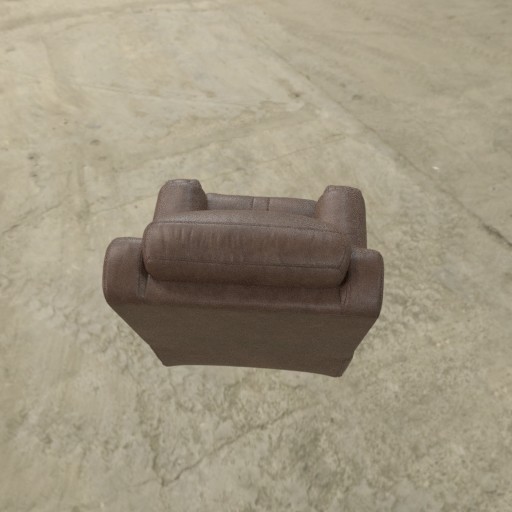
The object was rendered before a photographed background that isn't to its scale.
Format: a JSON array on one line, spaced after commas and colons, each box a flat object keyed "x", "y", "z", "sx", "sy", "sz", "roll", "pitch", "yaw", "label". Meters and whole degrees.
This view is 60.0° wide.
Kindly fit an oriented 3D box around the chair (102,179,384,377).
[{"x": 0.000, "y": 0.000, "z": 1.805, "sx": 0.940, "sy": 0.990, "sz": 1.067, "roll": 3, "pitch": 45, "yaw": 3, "label": "chair"}]
